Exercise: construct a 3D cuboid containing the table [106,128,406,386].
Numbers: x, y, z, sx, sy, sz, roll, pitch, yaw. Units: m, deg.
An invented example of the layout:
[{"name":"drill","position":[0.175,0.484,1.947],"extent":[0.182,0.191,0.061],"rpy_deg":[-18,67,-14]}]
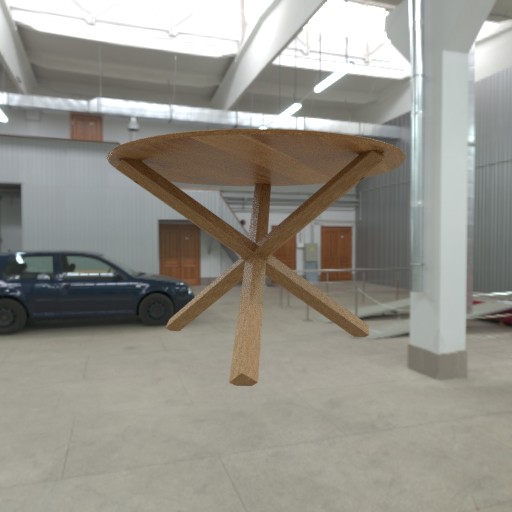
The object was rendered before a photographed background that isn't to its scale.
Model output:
[{"name":"table","position":[0.000,0.000,1.633],"extent":[1.038,0.666,1.038],"rpy_deg":[0,2,0]}]
